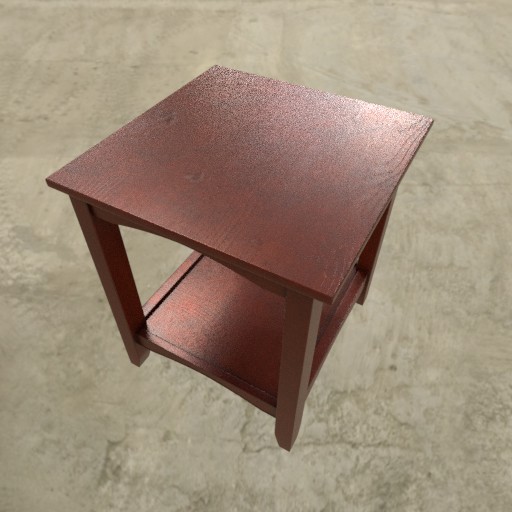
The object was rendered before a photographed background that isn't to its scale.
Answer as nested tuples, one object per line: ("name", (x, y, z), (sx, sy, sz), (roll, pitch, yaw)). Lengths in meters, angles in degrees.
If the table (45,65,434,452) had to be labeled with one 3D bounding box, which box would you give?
("table", (0.000, 0.000, 0.981), (0.522, 0.558, 0.523), (24, 51, 22))
